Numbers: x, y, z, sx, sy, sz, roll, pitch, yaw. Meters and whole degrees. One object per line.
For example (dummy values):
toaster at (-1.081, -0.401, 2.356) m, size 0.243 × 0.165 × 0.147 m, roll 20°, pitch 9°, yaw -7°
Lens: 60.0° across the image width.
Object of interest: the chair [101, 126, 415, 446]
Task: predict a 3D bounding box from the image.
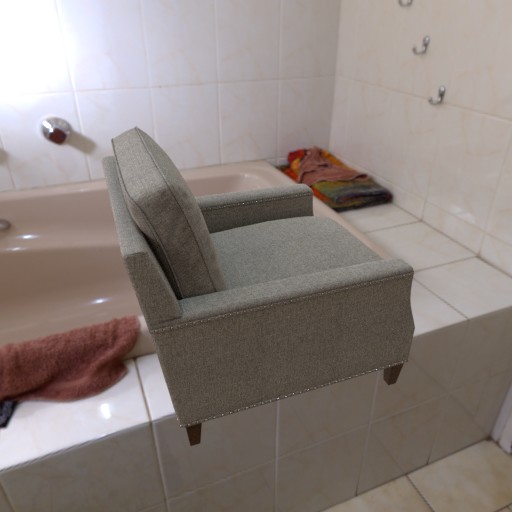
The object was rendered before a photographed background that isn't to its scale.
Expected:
chair at (0.000, 0.000, 1.750) m, size 1.014 × 0.943 × 0.853 m, roll -10°, pitch 32°, yaw -17°
